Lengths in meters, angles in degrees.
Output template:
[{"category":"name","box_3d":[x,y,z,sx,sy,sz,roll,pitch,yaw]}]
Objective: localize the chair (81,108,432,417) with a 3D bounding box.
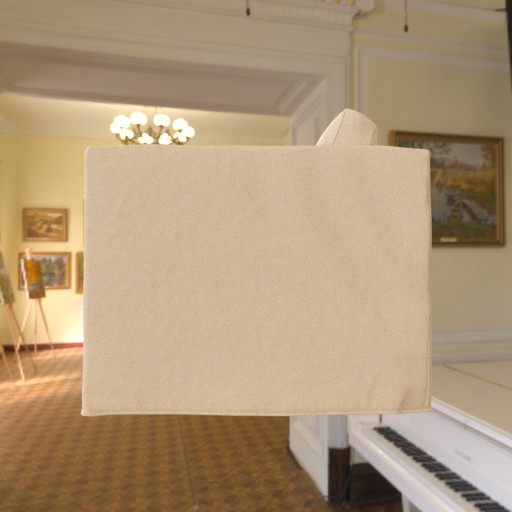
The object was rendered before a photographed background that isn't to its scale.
[{"category":"chair","box_3d":[0.000,0.000,1.668,0.947,0.851,1.057,0,-1,0]}]
